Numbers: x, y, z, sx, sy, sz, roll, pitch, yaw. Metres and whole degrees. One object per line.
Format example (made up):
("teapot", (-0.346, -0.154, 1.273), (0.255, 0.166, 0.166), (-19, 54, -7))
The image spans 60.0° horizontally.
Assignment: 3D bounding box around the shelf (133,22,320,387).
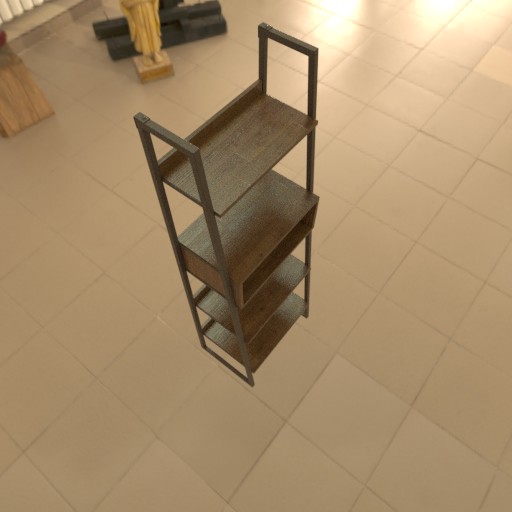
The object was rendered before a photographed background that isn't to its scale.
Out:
("shelf", (0.000, 0.000, 2.276), (0.454, 2.005, 0.652), (34, 64, 19))
